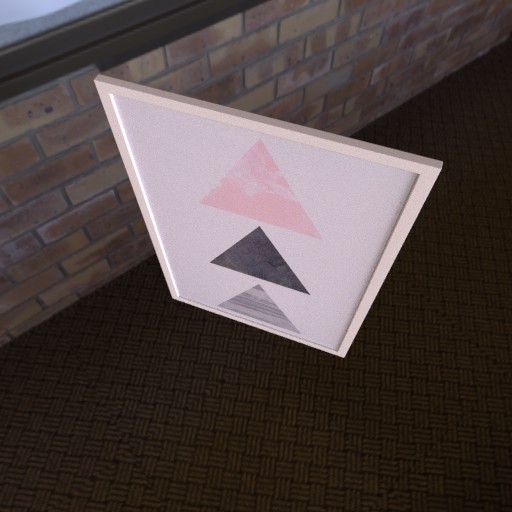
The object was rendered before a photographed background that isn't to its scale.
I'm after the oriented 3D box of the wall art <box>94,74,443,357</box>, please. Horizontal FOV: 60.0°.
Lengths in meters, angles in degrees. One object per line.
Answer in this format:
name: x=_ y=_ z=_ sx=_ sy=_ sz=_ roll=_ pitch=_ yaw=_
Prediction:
wall art: x=0.000 y=0.000 z=0.830 sx=0.456 sy=0.656 sz=0.013 roll=18 pitch=60 yaw=10
